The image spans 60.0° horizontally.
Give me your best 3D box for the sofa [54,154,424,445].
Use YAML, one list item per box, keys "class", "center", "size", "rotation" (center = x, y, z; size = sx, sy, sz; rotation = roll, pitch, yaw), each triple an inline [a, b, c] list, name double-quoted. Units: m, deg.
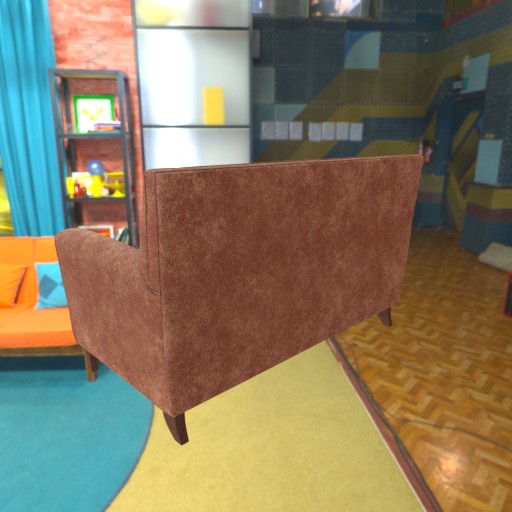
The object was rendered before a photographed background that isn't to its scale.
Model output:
- class: "sofa"
  center: [0.000, 0.000, 1.982]
  size: [1.473, 0.871, 0.787]
  rotation: [-14, 21, -43]
